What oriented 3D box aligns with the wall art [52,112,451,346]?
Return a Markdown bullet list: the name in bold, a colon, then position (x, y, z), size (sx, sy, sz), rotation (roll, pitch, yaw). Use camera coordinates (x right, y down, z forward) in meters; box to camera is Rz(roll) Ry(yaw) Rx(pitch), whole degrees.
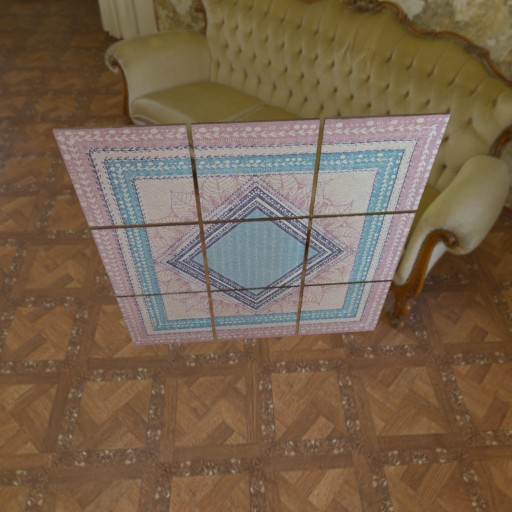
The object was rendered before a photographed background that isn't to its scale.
- **wall art**: position (0.000, 0.000, 2.260), size (1.527, 1.525, 0.014), rotation (-3, 47, -3)
